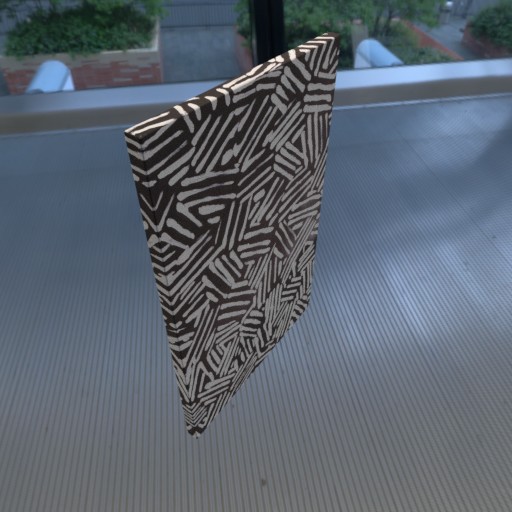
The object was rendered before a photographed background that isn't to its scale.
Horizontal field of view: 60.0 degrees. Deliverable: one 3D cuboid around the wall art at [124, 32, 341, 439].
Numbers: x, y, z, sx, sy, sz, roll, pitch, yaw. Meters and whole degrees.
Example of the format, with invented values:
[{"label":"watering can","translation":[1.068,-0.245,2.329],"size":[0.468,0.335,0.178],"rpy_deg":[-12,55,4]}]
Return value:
[{"label":"wall art","translation":[0.000,0.000,1.129],"size":[0.035,0.918,0.615],"rpy_deg":[26,48,26]}]
